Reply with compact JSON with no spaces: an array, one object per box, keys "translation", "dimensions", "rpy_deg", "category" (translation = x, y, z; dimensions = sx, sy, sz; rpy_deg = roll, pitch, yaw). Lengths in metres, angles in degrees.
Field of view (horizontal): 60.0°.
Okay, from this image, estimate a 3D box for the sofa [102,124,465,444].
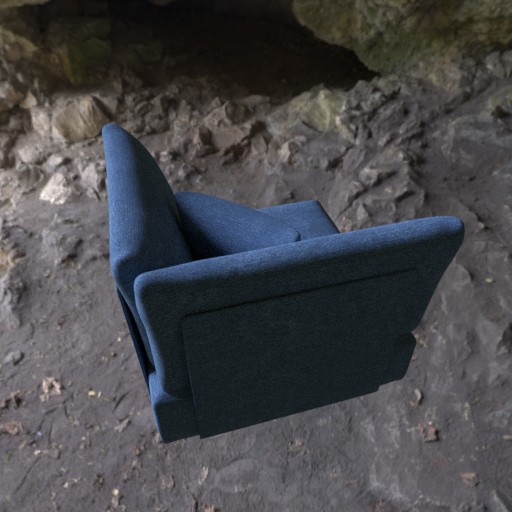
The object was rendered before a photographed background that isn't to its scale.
[{"translation":[0.000,0.000,1.756],"dimensions":[1.000,0.820,1.000],"rpy_deg":[-11,42,-12],"category":"sofa"}]
